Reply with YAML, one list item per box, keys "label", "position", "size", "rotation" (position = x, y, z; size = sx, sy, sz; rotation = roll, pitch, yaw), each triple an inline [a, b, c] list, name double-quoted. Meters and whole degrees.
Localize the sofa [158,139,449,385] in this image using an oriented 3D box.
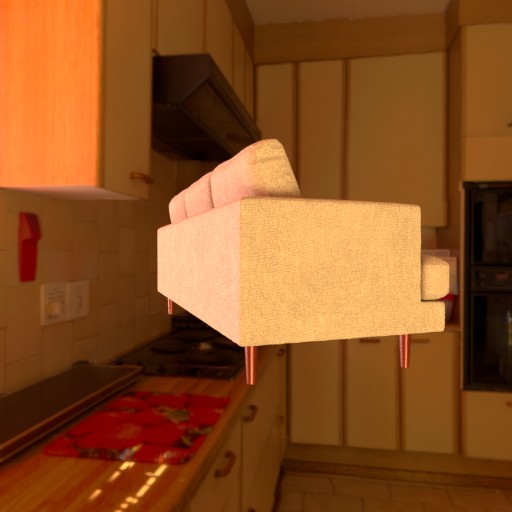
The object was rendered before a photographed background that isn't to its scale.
- label: "sofa"
  position: [0.000, 0.000, 2.686]
  size: [0.903, 0.930, 2.246]
  rotation: [0, 1, -20]
